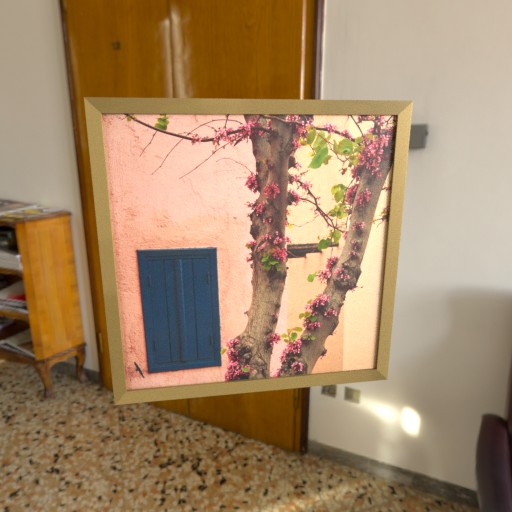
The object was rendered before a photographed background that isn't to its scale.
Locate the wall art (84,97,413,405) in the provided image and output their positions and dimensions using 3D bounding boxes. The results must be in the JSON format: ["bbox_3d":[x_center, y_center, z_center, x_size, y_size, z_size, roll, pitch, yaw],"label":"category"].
[{"bbox_3d":[0.000,0.000,0.763,0.507,0.508,0.038,-3,16,-9],"label":"wall art"}]
